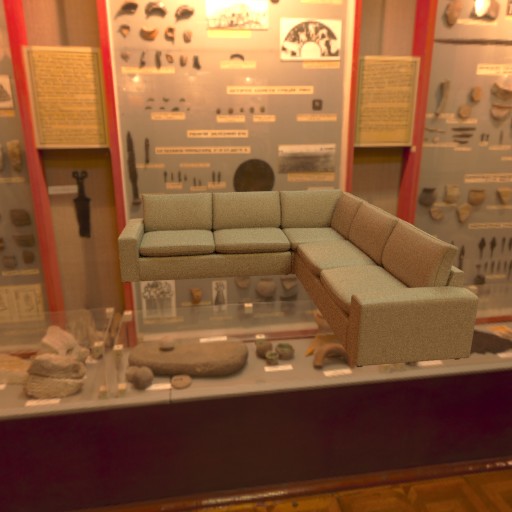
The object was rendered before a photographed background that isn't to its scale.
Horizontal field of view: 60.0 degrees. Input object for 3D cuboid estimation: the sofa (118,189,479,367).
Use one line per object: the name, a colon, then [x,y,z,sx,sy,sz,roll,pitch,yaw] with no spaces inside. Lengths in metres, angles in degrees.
sofa: [0.000,0.000,4.089,2.622,0.800,2.742,-2,18,-8]
